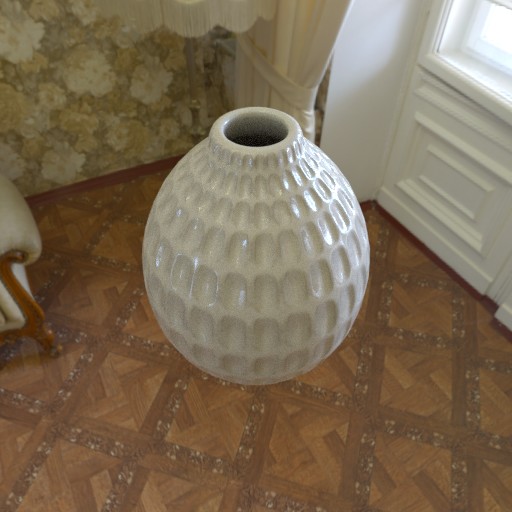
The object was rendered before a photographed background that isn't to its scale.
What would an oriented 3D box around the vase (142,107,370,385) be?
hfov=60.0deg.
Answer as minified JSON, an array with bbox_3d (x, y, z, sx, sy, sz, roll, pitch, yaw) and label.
[{"bbox_3d":[0.000,0.000,0.255,0.128,0.167,0.128,0,48,0],"label":"vase"}]
